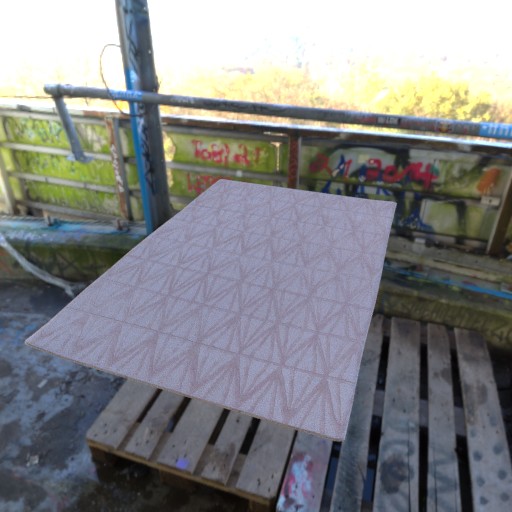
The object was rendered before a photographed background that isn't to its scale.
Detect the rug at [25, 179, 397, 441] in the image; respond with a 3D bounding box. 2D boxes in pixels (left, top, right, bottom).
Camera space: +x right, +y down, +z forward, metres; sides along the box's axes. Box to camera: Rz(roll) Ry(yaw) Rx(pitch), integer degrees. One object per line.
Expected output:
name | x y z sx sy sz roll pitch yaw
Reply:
rug | 0.000 0.000 2.239 1.230 0.025 1.837 11 33 17
